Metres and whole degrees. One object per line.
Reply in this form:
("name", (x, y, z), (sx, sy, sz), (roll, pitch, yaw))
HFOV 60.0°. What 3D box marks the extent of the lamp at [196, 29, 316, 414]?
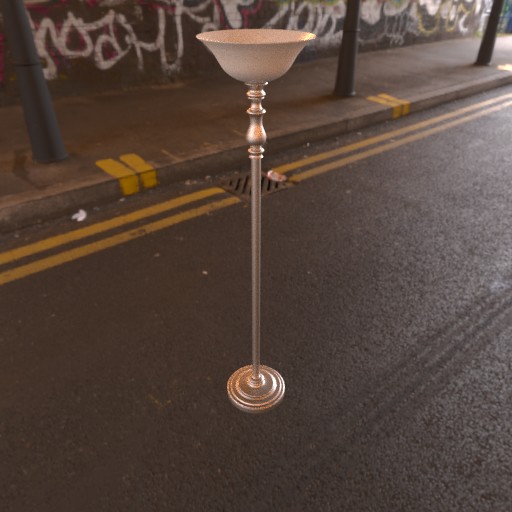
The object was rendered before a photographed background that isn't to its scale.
("lamp", (0.000, 0.000, 1.975), (0.405, 1.771, 0.405), (-1, 32, -1))
